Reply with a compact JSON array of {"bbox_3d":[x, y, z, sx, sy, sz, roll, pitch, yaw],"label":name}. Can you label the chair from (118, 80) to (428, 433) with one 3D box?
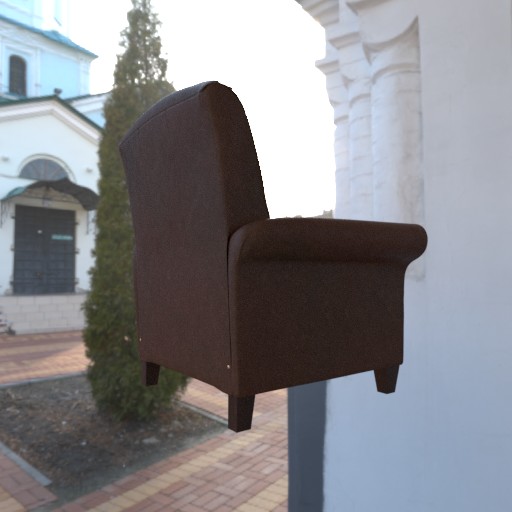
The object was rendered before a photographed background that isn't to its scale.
[{"bbox_3d":[0.000,0.000,1.780,0.902,1.061,0.978,2,-3,-36],"label":"chair"}]
